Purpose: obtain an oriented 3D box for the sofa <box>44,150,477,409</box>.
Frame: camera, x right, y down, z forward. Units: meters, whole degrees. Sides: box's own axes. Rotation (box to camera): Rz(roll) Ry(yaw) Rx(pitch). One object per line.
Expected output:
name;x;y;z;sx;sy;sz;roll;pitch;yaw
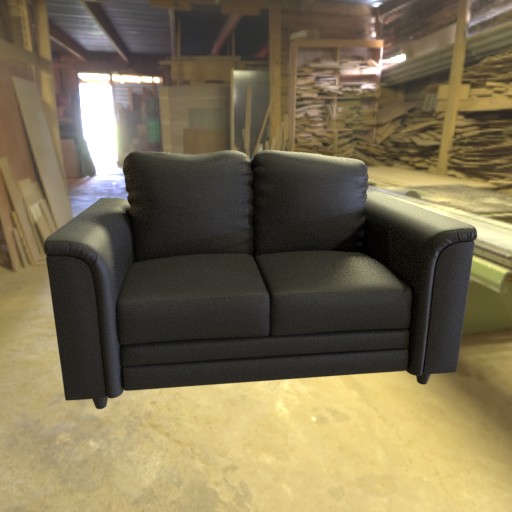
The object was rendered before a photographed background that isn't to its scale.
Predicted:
sofa;0.000;0.000;1.859;1.386;0.845;0.887;-2;16;-7
